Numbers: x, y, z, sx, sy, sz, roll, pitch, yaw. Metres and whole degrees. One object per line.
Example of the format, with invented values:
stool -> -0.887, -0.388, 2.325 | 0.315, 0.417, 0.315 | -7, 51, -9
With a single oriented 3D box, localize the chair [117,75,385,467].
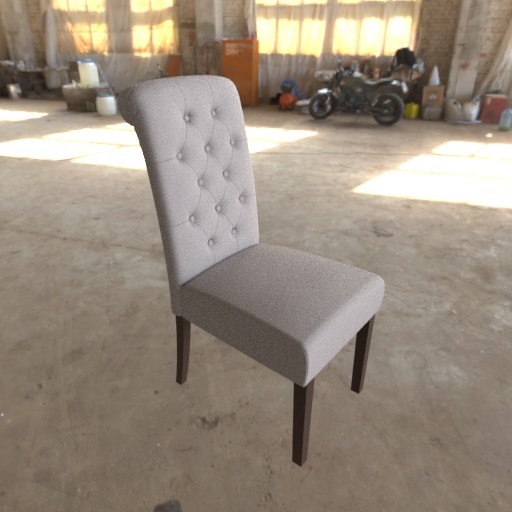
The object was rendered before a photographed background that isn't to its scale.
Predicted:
chair -> 0.000, 0.000, 1.370 | 0.671, 1.006, 0.456 | 19, 32, 33
